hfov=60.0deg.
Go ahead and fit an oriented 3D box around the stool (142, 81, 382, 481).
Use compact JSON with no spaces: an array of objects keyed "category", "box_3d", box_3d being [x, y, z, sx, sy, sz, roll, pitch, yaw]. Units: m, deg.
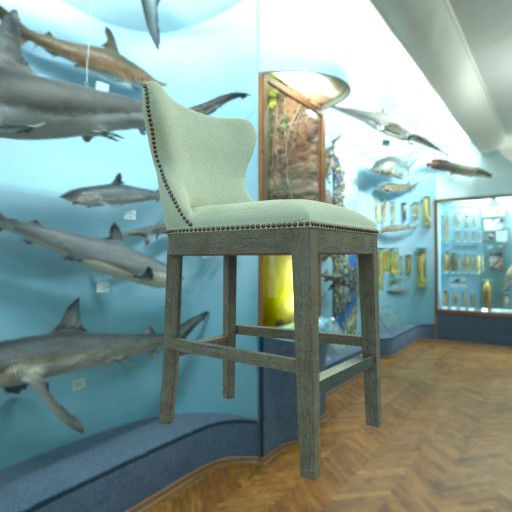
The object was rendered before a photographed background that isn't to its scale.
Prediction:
[{"category":"stool","box_3d":[0.000,0.000,1.299,0.608,0.981,0.498,0,0,36]}]
